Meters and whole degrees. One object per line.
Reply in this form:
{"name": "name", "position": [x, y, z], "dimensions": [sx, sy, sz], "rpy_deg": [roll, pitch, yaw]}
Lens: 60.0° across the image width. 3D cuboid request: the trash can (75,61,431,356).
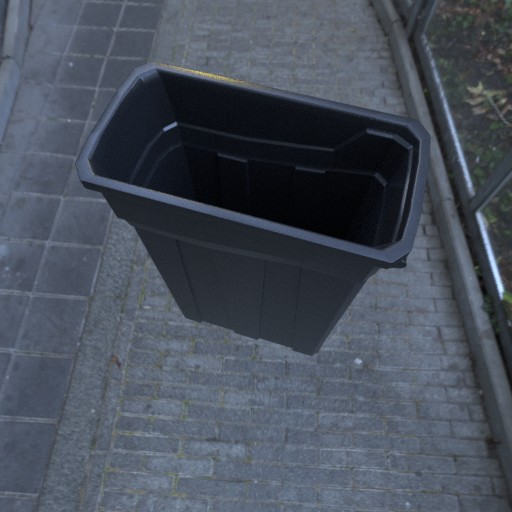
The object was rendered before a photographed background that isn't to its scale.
{"name": "trash can", "position": [0.000, 0.000, 1.054], "dimensions": [0.559, 0.762, 0.281], "rpy_deg": [15, 64, 8]}
